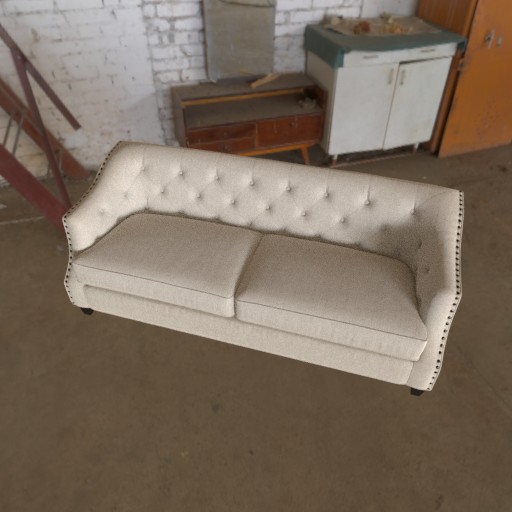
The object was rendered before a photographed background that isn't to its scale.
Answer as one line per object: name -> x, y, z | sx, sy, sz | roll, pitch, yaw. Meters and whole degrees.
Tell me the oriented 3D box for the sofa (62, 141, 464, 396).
sofa -> 0.000, 0.000, 2.731 | 2.235, 0.901, 0.914 | 11, 42, 13
